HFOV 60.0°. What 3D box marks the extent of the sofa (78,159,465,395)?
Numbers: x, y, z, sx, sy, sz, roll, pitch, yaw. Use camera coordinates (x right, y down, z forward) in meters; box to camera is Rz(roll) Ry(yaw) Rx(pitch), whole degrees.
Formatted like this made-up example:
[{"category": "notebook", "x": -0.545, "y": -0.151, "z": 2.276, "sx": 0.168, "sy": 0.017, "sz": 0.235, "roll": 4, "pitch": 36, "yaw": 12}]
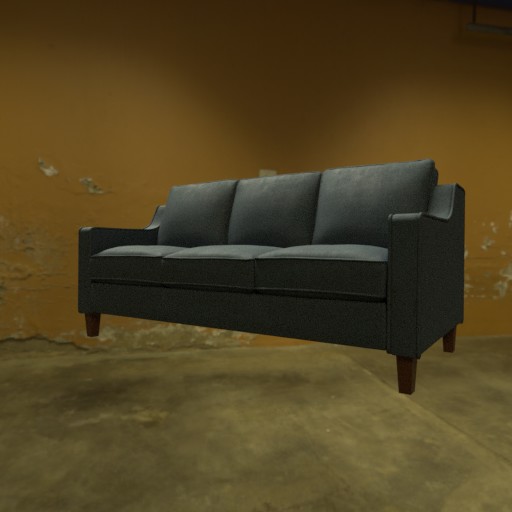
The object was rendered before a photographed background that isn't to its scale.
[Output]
[{"category": "sofa", "x": 0.000, "y": 0.000, "z": 2.459, "sx": 1.986, "sy": 0.974, "sz": 0.911, "roll": 1, "pitch": 1, "yaw": 34}]
